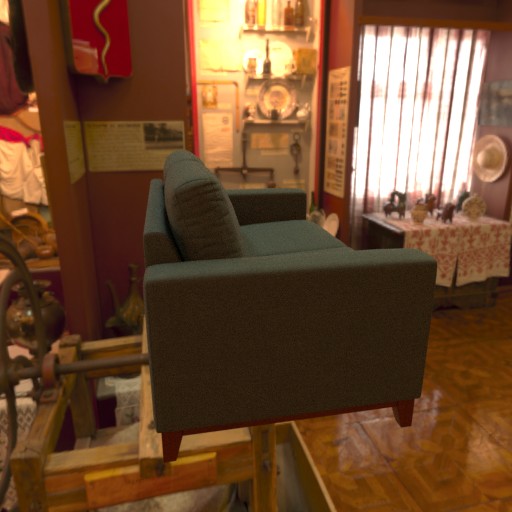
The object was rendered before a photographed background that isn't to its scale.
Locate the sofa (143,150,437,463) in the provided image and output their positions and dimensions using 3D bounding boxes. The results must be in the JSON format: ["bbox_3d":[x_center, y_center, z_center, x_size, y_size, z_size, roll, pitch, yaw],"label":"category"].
[{"bbox_3d":[0.000,0.000,2.064,0.955,0.903,1.489,-4,18,-11],"label":"sofa"}]
